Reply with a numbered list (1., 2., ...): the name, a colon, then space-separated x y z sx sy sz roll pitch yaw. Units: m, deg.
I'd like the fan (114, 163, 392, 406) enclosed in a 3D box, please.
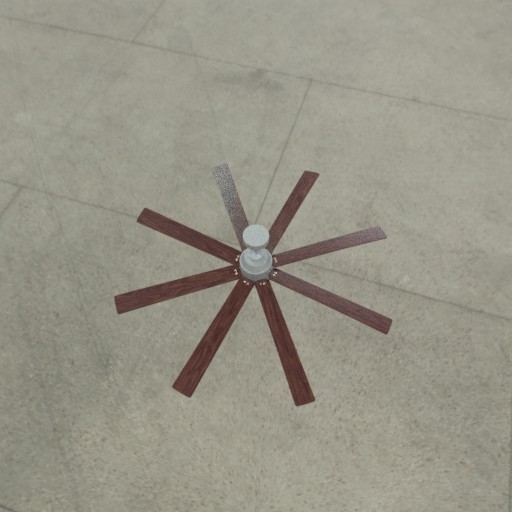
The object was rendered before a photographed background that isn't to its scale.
1. fan: 0.000 0.000 2.781 1.830 0.472 1.830 -15 60 -9
